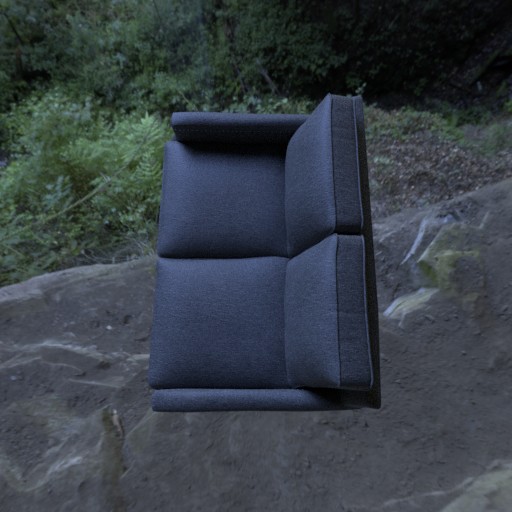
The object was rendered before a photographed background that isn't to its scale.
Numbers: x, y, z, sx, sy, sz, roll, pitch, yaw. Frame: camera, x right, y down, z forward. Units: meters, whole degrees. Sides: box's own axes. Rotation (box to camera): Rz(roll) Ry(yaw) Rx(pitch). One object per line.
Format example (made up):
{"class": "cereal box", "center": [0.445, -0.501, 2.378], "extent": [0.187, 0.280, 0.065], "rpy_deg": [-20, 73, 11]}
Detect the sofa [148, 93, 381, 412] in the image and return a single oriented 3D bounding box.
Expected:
{"class": "sofa", "center": [0.000, 0.000, 2.379], "extent": [1.084, 1.003, 1.597], "rpy_deg": [1, 75, 0]}
